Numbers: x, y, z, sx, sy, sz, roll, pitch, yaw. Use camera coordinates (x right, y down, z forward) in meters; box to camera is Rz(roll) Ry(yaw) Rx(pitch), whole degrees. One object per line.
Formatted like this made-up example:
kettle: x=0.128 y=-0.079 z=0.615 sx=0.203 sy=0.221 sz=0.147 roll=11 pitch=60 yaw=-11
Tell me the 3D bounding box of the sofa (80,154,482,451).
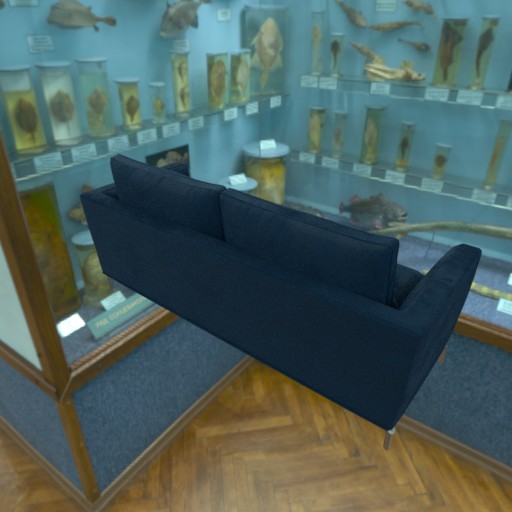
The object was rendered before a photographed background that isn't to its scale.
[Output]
sofa: x=0.000 y=0.000 z=2.623 sx=2.212 sy=0.998 sz=0.853 roll=22 pitch=36 yaw=33
